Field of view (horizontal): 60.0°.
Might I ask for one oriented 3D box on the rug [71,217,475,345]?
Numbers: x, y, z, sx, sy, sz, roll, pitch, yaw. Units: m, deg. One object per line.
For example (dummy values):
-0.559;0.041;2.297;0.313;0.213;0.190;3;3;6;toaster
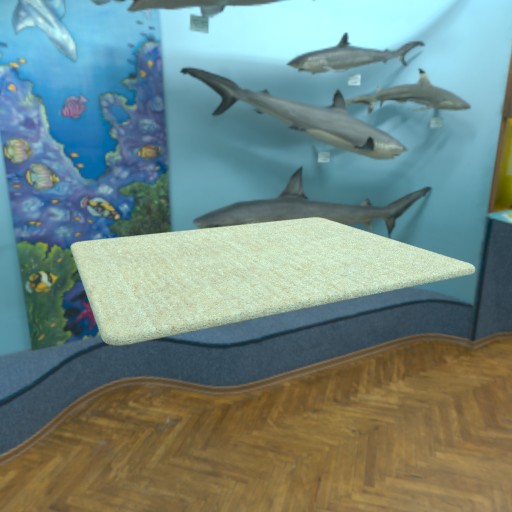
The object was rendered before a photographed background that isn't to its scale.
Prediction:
0.000;0.000;3.425;2.528;0.048;2.009;-8;18;-25;rug
